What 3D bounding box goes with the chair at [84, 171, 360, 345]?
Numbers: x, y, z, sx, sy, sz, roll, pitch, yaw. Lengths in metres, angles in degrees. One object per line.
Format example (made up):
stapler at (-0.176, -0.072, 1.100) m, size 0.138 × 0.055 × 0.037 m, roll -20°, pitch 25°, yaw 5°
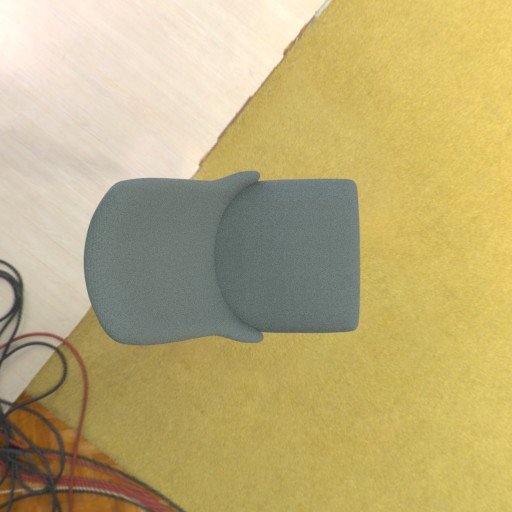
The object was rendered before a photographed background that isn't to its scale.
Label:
chair at (0.000, 0.000, 1.356) m, size 0.707 × 0.918 × 0.535 m, roll 0°, pitch 91°, yaw 0°
